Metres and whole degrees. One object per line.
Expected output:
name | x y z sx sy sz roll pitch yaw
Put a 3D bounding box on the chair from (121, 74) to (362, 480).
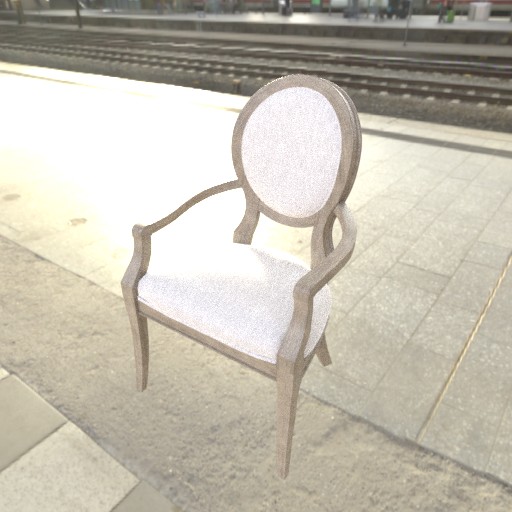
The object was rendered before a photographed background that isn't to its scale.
chair | 0.000 0.000 1.377 0.611 0.991 0.602 19 35 29
